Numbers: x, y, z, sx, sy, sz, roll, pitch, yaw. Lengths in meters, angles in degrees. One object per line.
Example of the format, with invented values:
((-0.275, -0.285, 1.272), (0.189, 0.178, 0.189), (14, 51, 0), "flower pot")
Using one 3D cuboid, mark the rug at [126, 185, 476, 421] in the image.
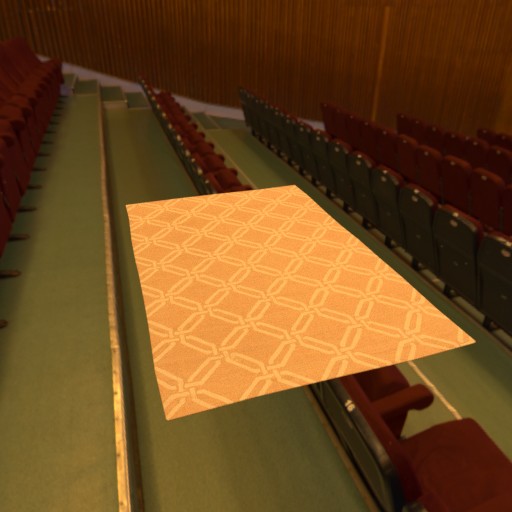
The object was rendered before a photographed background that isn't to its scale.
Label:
((0.000, 0.000, 2.190), (1.146, 0.010, 1.745), (-9, 31, -16), "rug")
